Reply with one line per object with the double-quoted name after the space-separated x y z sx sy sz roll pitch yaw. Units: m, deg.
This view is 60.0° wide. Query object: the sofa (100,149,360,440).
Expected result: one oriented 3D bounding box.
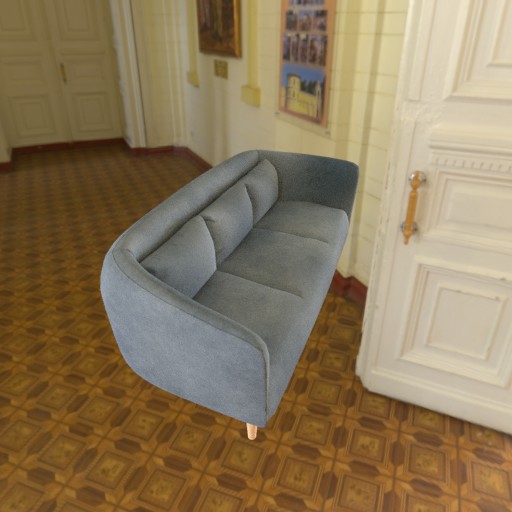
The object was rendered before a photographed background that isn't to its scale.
0.000 0.000 2.527 0.849 0.795 2.095 10 30 17 "sofa"
